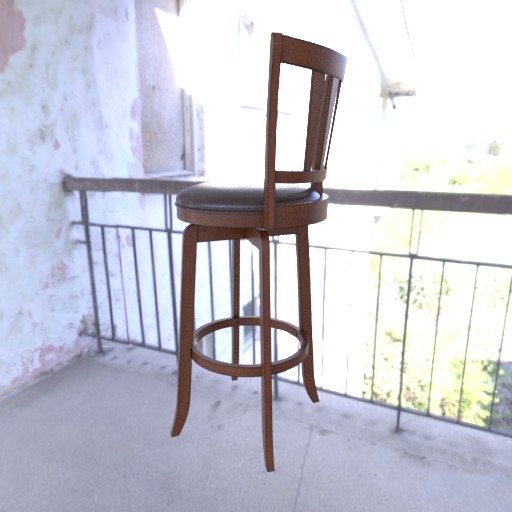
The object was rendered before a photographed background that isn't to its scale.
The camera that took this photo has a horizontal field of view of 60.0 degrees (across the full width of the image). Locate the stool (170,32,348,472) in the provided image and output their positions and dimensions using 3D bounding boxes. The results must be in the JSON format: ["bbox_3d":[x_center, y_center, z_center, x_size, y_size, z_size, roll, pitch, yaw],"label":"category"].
[{"bbox_3d":[0.000,0.000,1.402,0.503,1.177,0.464,7,16,26],"label":"stool"}]
